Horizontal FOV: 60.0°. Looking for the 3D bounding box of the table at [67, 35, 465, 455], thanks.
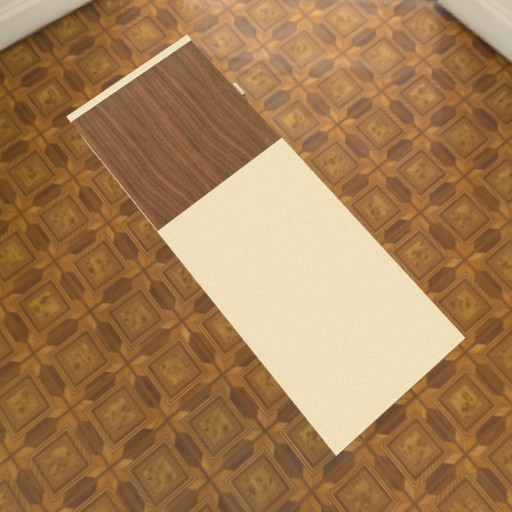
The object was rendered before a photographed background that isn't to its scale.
[{"bbox_3d":[0.000,0.000,1.479,0.418,0.785,1.066,-38,79,-9],"label":"table"}]
